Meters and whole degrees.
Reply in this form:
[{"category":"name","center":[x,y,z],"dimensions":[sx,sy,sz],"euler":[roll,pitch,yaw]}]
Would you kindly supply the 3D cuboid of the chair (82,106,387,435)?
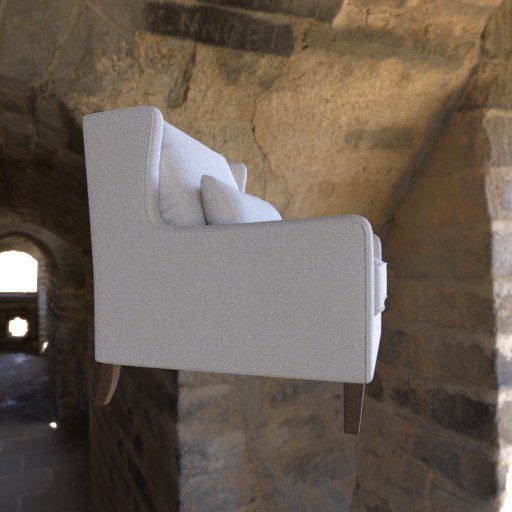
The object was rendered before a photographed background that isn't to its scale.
[{"category":"chair","center":[0.000,0.000,1.847],"dimensions":[1.040,1.056,0.982],"euler":[0,-1,17]}]
